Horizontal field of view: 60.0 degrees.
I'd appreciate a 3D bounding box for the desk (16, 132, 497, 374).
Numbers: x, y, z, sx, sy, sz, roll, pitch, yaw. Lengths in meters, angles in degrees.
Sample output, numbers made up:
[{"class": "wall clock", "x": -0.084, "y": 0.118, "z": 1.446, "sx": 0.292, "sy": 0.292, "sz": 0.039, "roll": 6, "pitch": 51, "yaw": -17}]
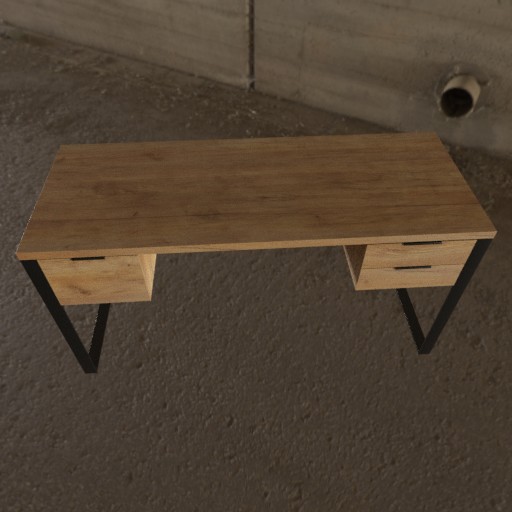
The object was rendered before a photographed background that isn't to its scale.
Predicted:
[{"class": "desk", "x": 0.000, "y": 0.000, "z": 1.874, "sx": 1.520, "sy": 0.760, "sz": 0.600, "roll": -3, "pitch": 47, "yaw": -3}]
